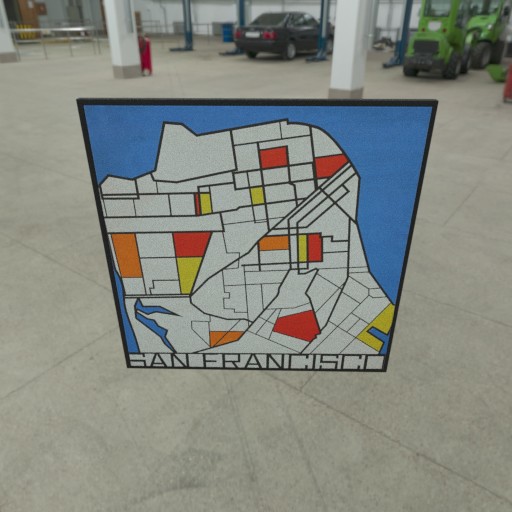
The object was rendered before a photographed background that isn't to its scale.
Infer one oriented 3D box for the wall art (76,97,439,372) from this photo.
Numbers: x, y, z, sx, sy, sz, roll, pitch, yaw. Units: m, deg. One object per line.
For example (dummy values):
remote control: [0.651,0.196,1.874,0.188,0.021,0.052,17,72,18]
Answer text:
wall art: [0.000,0.000,0.676,0.458,0.457,0.013,1,29,1]
